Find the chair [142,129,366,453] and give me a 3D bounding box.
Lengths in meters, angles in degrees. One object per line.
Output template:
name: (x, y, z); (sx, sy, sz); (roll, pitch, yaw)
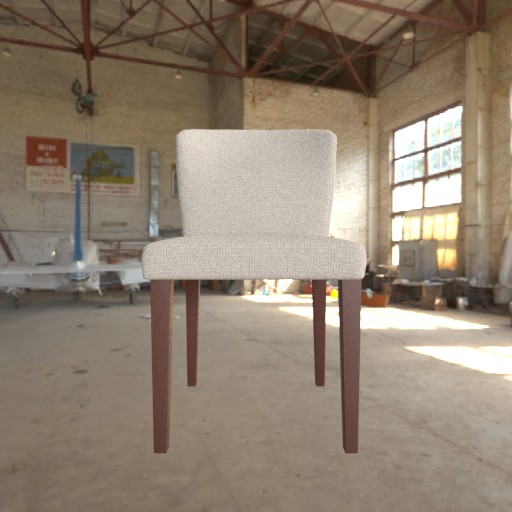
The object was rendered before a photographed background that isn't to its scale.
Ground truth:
chair: (0.000, 0.000, 1.208); (0.491, 0.839, 0.589); (0, 0, 0)
